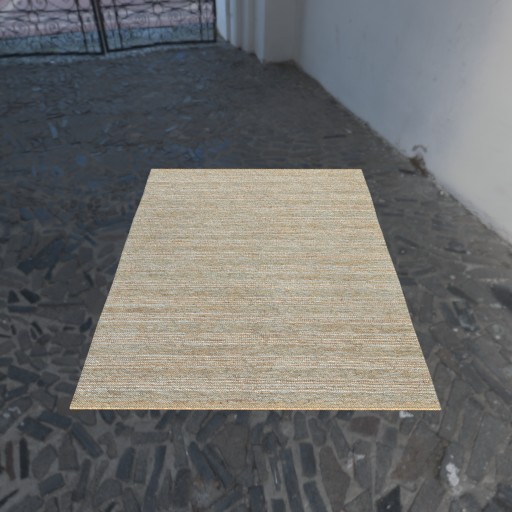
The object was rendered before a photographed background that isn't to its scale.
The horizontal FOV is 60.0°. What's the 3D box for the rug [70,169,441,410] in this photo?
[{"bbox_3d":[0.000,0.000,4.057,2.471,0.012,3.034,0,42,0],"label":"rug"}]
